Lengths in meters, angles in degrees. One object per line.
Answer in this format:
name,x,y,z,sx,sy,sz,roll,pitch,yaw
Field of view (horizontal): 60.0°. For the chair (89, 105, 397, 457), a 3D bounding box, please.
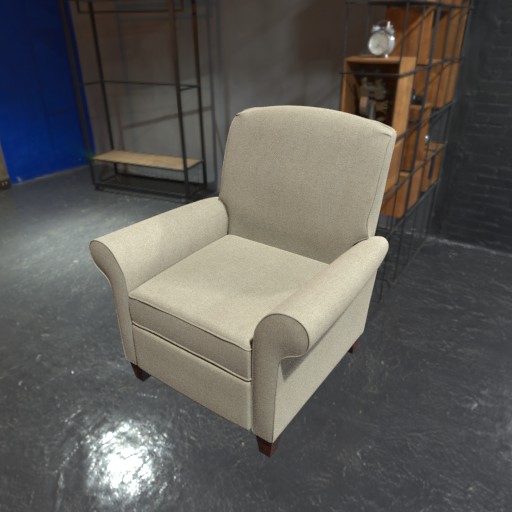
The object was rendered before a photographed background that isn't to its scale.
chair,0.000,0.000,1.809,0.978,1.061,0.905,18,33,31
